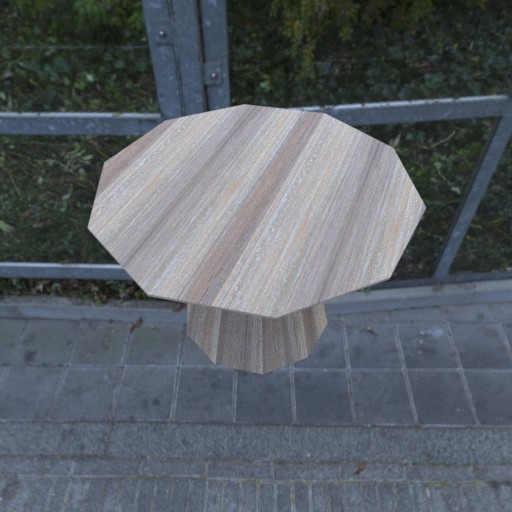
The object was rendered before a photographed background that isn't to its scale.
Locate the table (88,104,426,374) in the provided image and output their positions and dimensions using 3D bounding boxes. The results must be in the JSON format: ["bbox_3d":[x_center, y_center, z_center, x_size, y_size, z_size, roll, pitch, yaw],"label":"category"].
[{"bbox_3d":[0.000,0.000,1.869,1.186,0.752,1.186,0,46,0],"label":"table"}]
